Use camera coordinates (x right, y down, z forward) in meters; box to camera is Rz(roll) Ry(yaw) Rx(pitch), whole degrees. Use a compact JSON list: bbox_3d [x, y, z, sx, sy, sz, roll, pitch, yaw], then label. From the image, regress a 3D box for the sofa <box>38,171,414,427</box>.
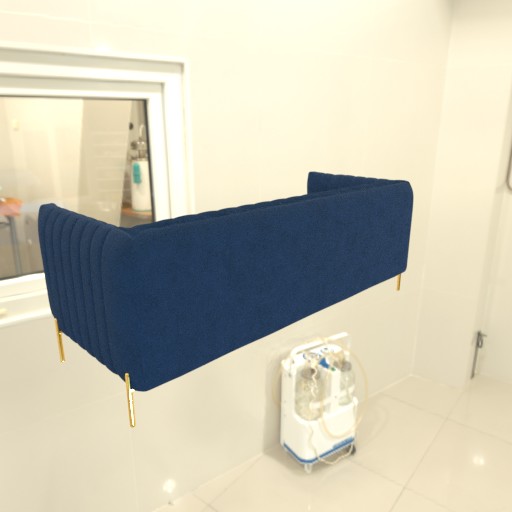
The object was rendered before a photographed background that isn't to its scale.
[{"bbox_3d":[0.000,0.000,2.589,2.136,0.793,0.896,-16,23,-42],"label":"sofa"}]
